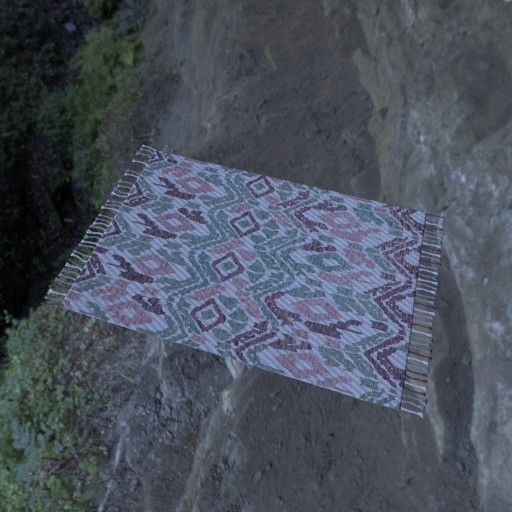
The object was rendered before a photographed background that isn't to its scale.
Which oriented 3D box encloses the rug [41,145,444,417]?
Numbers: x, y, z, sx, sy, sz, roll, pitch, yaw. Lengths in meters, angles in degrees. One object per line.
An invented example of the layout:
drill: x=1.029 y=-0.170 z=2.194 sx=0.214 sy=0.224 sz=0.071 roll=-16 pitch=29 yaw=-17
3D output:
rug: x=0.000 y=0.000 z=3.040 sx=2.438 sy=0.011 sz=1.524 roll=15 pitch=58 yaw=9
